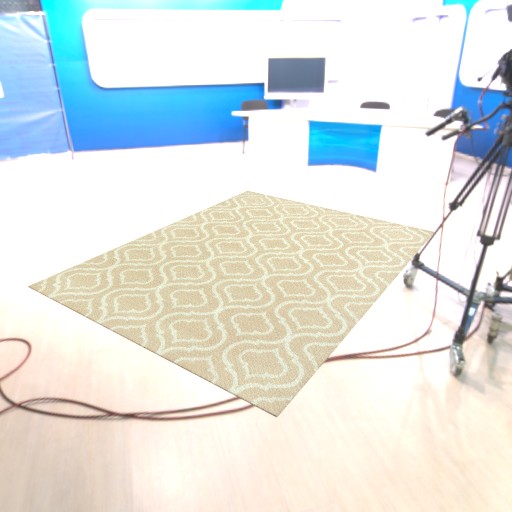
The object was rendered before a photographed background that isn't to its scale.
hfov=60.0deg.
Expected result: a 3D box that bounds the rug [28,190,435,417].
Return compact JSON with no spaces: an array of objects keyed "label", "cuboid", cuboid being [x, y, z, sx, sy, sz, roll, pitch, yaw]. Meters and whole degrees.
[{"label":"rug","cuboid":[0.000,0.000,3.904,2.286,0.013,2.894,17,31,31]}]
